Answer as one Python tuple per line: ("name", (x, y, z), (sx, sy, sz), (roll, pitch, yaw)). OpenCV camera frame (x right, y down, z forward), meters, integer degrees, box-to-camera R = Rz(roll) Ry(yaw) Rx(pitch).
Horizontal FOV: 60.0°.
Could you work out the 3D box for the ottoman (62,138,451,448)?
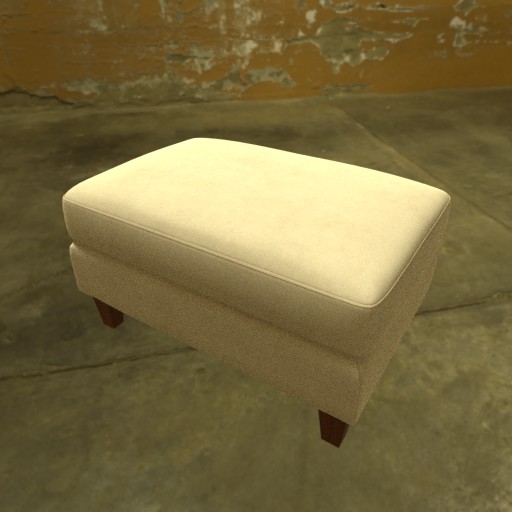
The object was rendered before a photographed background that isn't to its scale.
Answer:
("ottoman", (0.000, 0.000, 1.218), (0.864, 0.483, 0.584), (19, 37, 28))
